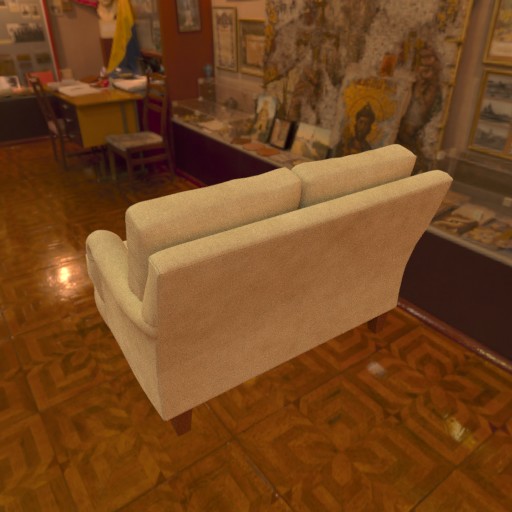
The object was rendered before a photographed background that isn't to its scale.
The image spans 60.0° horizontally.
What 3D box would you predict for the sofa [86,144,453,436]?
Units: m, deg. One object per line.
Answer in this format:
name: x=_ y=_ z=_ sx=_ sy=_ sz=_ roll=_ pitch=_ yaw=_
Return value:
sofa: x=0.000 y=0.000 z=2.263 sx=1.498 sy=1.087 sz=1.086 roll=-19 pitch=35 yaw=-29
